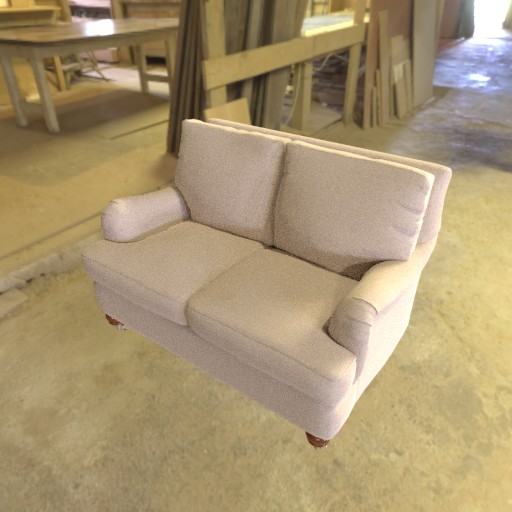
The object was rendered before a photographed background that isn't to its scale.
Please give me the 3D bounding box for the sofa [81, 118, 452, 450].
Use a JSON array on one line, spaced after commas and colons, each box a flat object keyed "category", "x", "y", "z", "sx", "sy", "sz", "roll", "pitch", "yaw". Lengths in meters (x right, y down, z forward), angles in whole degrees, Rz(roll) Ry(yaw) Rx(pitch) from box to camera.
[{"category": "sofa", "x": 0.000, "y": 0.000, "z": 2.231, "sx": 1.508, "sy": 1.048, "sz": 1.087, "roll": 21, "pitch": 38, "yaw": 30}]
